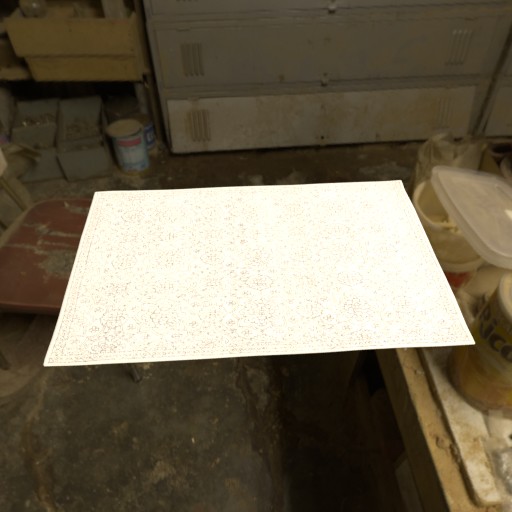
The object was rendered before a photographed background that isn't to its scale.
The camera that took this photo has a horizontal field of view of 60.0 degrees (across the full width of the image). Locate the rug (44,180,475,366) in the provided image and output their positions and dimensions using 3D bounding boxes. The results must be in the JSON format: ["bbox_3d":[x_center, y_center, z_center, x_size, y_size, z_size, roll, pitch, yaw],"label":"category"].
[{"bbox_3d":[0.000,0.000,2.994,2.434,0.023,1.518,-3,47,-2],"label":"rug"}]
